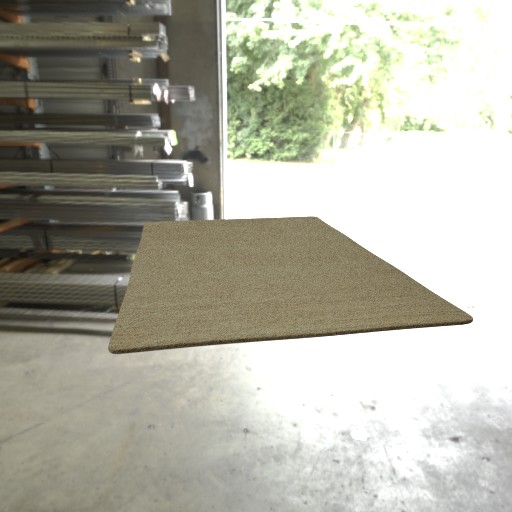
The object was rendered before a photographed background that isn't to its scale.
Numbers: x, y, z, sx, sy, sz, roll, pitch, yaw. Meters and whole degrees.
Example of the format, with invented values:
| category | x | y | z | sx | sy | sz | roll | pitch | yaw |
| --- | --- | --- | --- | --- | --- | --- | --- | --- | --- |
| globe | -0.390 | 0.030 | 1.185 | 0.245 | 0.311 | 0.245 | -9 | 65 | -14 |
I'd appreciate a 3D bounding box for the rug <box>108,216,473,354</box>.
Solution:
| category | x | y | z | sx | sy | sz | roll | pitch | yaw |
| --- | --- | --- | --- | --- | --- | --- | --- | --- | --- |
| rug | 0.000 | 0.000 | 3.356 | 1.801 | 0.024 | 2.700 | -3 | 17 | -10 |
